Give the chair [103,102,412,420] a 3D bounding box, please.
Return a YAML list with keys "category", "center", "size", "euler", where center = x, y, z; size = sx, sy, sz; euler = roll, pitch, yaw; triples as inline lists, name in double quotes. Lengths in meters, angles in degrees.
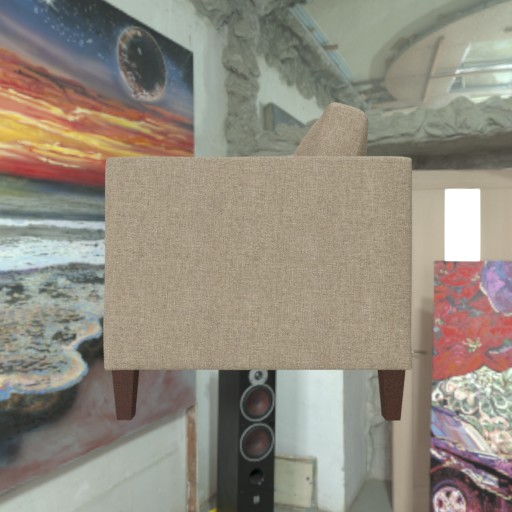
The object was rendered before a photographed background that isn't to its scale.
- category: "chair"
  center: [0.000, 0.000, 1.842]
  size: [0.959, 0.987, 1.107]
  euler: [0, 0, 0]
